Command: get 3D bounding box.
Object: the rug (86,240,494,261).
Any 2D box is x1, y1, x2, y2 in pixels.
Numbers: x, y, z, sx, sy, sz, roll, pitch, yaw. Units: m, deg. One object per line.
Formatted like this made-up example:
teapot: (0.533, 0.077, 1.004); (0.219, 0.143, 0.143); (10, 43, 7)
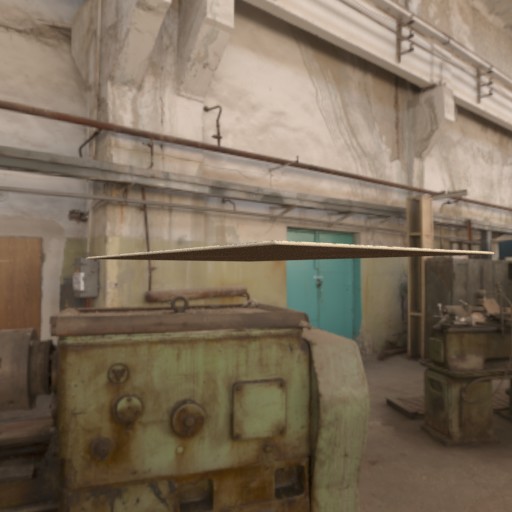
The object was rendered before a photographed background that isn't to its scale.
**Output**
rug: (0.000, 0.000, 2.294); (1.213, 0.012, 1.831); (1, -2, -36)
